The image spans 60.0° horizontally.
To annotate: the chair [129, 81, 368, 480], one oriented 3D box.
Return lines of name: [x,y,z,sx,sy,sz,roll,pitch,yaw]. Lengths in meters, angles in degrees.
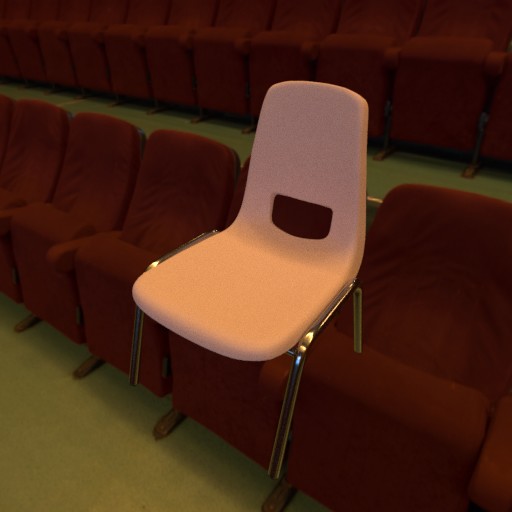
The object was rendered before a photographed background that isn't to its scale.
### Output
chair: [0.000,0.000,0.791,0.354,0.537,0.385,20,36,30]
